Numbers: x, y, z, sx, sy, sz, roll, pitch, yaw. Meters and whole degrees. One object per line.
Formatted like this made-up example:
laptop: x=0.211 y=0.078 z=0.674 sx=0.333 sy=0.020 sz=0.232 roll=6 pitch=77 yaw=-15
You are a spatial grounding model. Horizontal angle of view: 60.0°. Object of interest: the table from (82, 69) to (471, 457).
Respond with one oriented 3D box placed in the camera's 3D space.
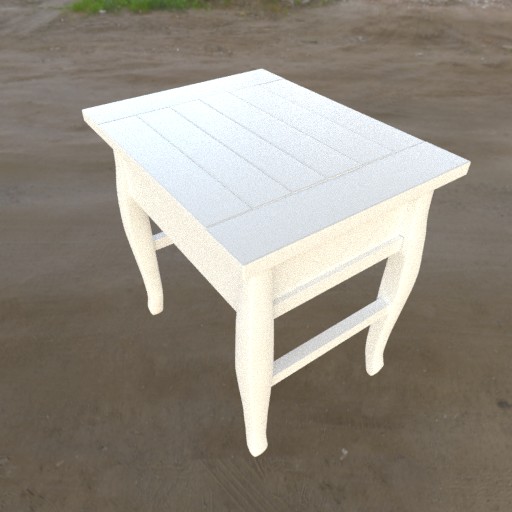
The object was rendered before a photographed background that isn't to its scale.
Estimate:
table: x=0.000 y=0.000 z=1.022 sx=0.463 sy=0.605 sz=0.599 roll=-24 pitch=46 yaw=-26
